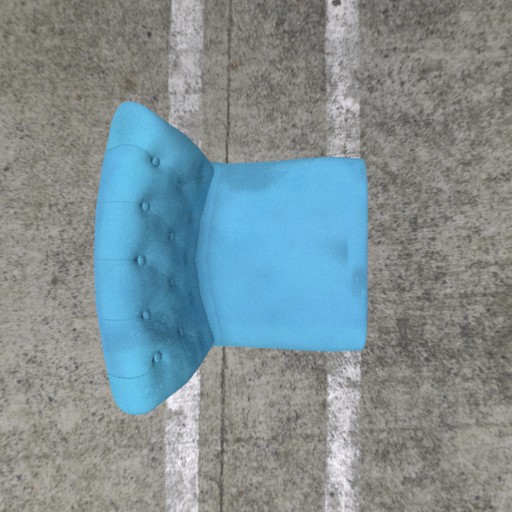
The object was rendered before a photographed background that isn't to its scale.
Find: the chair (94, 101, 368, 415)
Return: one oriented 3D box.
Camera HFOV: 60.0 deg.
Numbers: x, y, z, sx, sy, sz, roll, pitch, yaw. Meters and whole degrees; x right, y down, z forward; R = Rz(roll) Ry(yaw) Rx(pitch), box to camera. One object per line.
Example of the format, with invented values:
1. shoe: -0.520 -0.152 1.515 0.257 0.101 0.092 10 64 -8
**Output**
1. chair: 0.000 0.000 1.173 0.605 0.750 0.582 0 91 1
